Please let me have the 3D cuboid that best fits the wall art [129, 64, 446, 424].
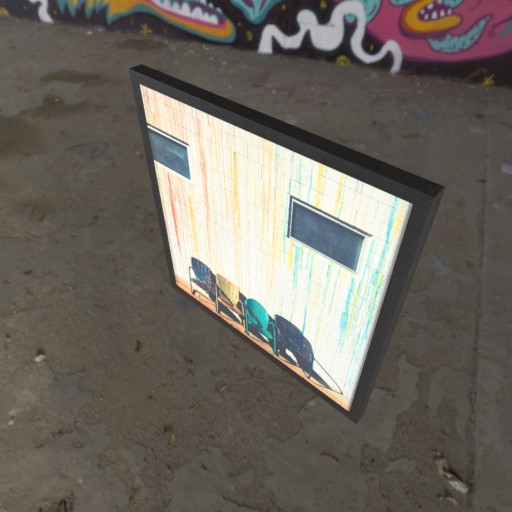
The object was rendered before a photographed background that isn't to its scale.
[{"bbox_3d":[0.000,0.000,1.133,0.763,0.763,0.039,31,52,28],"label":"wall art"}]
